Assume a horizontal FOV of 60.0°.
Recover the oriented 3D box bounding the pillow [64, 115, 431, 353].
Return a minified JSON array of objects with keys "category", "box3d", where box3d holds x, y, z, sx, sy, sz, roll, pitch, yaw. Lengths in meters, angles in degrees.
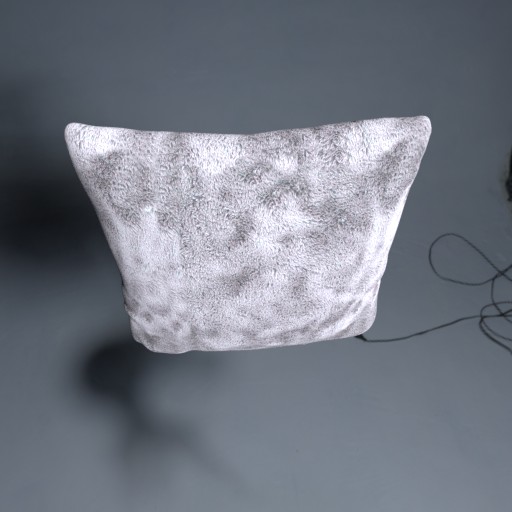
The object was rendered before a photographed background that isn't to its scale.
[{"category":"pillow","box3d":[0.000,0.000,0.779,0.522,0.520,0.204,-4,46,-4]}]
